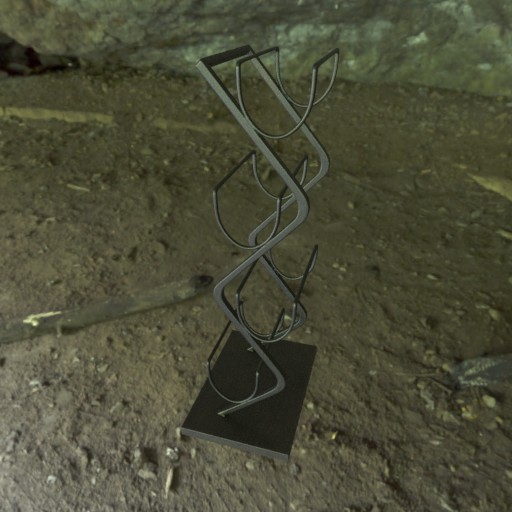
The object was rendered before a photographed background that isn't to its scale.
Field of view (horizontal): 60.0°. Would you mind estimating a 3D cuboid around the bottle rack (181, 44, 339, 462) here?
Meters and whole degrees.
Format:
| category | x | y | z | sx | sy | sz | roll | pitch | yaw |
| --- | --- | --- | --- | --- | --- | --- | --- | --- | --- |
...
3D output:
| category | x | y | z | sx | sy | sz | roll | pitch | yaw |
| --- | --- | --- | --- | --- | --- | --- | --- | --- | --- |
| bottle rack | 0.000 | 0.000 | 0.664 | 0.178 | 0.559 | 0.254 | 8 | 31 | 14 |
